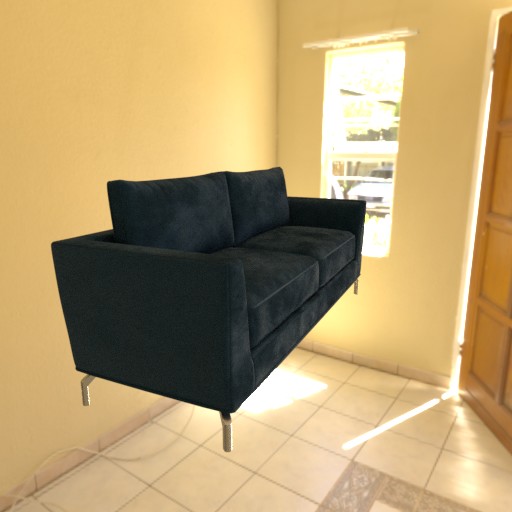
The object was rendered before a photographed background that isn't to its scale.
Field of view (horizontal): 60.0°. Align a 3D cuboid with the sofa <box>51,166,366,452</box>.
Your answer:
[{"bbox_3d":[0.000,0.000,2.674,0.853,0.998,2.212,6,15,25],"label":"sofa"}]
